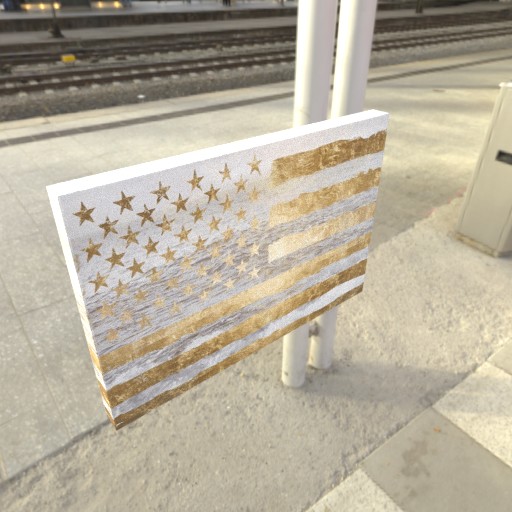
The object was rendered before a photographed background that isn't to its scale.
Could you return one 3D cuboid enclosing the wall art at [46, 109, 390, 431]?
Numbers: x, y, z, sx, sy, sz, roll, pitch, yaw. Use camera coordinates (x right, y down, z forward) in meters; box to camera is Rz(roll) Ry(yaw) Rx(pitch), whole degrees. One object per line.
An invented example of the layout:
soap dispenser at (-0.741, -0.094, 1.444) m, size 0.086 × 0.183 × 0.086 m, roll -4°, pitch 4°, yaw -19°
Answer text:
wall art at (0.000, 0.000, 0.779) m, size 0.606 × 0.407 × 0.041 m, roll -23°, pitch 38°, yaw -32°
